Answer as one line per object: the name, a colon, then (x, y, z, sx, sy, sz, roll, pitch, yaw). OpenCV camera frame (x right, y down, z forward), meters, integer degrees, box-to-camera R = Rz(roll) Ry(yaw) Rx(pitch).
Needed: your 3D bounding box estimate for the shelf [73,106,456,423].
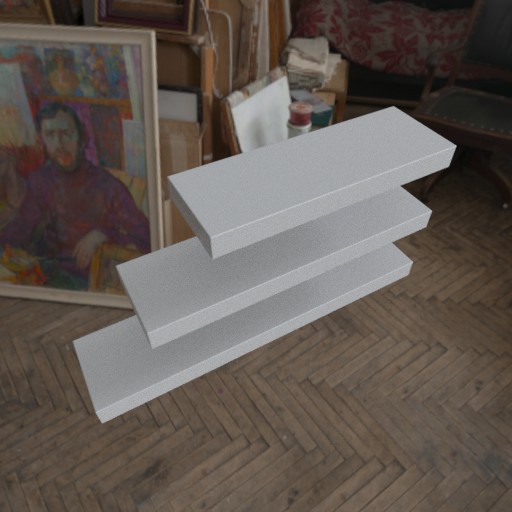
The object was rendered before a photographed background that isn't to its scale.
shelf: (0.000, 0.000, 0.707, 0.610, 0.293, 0.140, -22, 50, -20)
